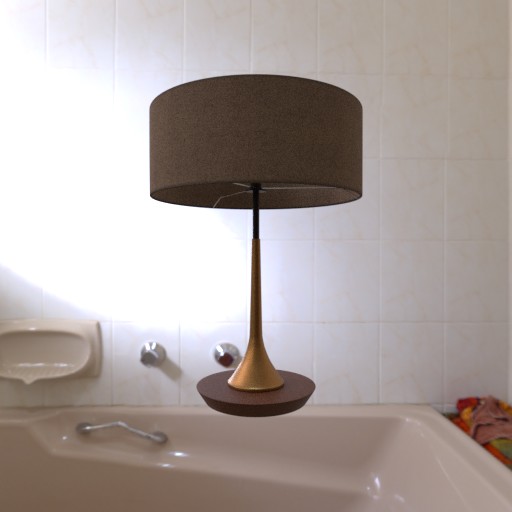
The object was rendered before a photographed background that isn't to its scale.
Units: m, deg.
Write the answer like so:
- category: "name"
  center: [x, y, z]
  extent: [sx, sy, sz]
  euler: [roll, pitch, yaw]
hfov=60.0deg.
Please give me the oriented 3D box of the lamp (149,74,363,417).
- category: "lamp"
  center: [0.000, 0.000, 0.851]
  extent: [0.396, 0.551, 0.417]
  euler: [0, 1, 0]
